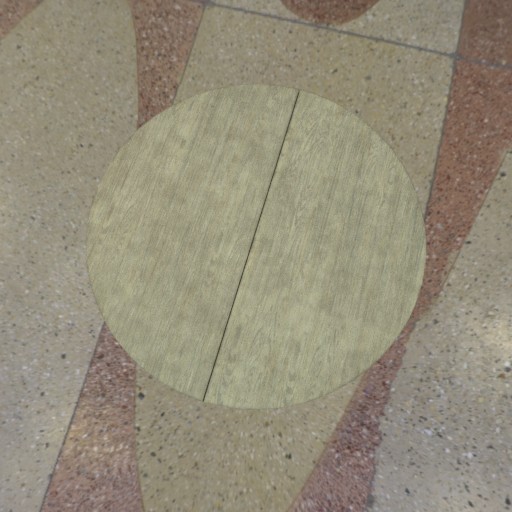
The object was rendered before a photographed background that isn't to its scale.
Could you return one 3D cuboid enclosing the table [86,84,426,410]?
[{"bbox_3d":[0.000,0.000,2.152,1.363,0.781,1.363,0,75,0],"label":"table"}]
